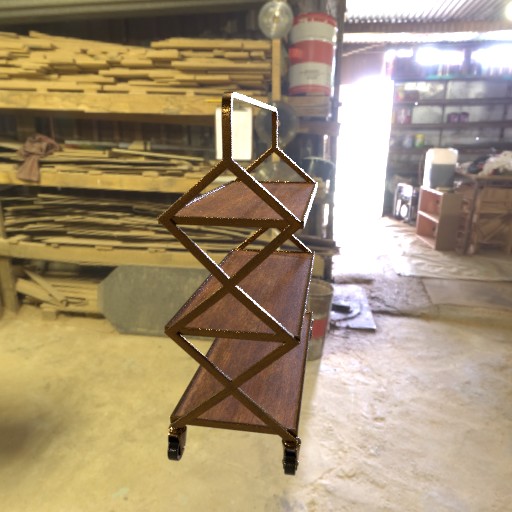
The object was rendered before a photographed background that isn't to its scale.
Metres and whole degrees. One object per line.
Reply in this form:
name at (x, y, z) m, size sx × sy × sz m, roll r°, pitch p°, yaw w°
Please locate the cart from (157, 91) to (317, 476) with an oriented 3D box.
cart at (0.000, 0.000, 1.222) m, size 0.313 × 0.805 × 0.723 m, roll 3°, pitch 16°, yaw 9°
